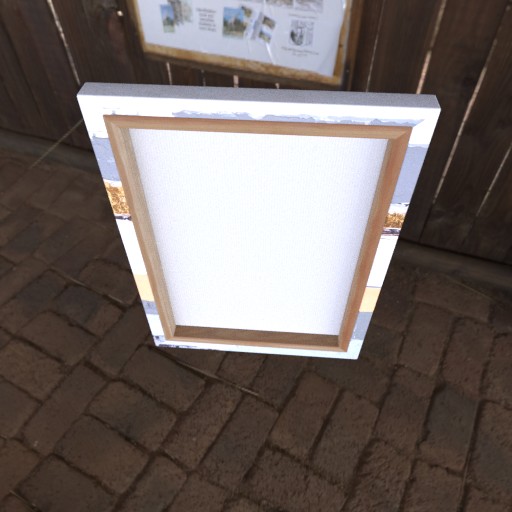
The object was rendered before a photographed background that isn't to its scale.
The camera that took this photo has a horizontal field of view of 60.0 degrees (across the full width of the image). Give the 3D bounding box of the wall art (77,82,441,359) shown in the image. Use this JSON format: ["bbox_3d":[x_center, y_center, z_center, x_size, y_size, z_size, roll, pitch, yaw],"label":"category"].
[{"bbox_3d":[0.000,0.000,0.788,0.456,0.609,0.038,3,48,3],"label":"wall art"}]
